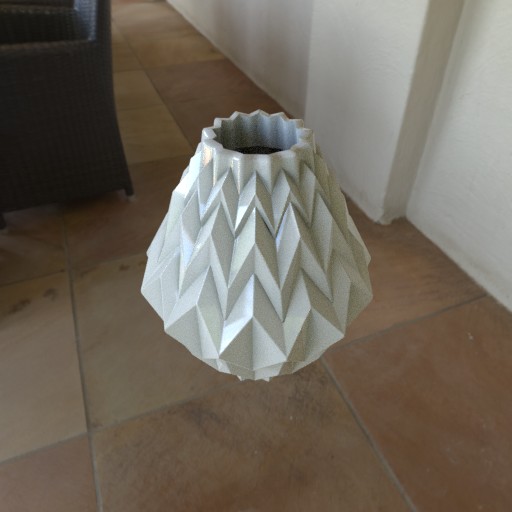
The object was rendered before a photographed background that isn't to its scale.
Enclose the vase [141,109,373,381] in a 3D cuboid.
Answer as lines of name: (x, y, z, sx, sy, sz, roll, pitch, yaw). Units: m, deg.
vase: (0.000, 0.000, 0.310, 0.164, 0.185, 0.164, 0, 41, 0)
